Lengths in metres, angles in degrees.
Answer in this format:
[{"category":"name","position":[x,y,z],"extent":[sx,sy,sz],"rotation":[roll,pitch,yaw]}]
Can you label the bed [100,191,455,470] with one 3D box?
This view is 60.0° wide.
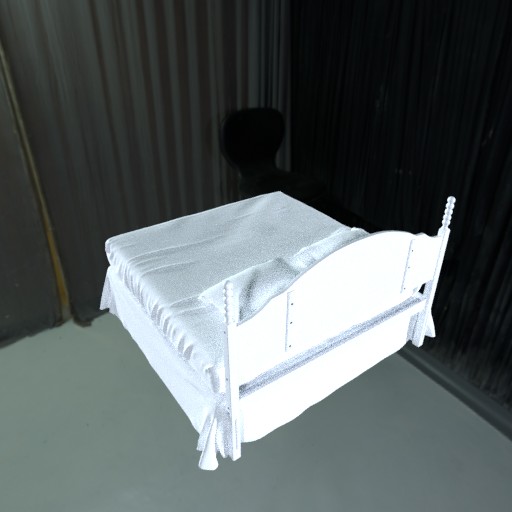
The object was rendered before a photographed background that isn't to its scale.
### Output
[{"category":"bed","position":[0.000,0.000,3.745],"extent":[2.322,1.355,2.219],"rotation":[-20,36,-30]}]
